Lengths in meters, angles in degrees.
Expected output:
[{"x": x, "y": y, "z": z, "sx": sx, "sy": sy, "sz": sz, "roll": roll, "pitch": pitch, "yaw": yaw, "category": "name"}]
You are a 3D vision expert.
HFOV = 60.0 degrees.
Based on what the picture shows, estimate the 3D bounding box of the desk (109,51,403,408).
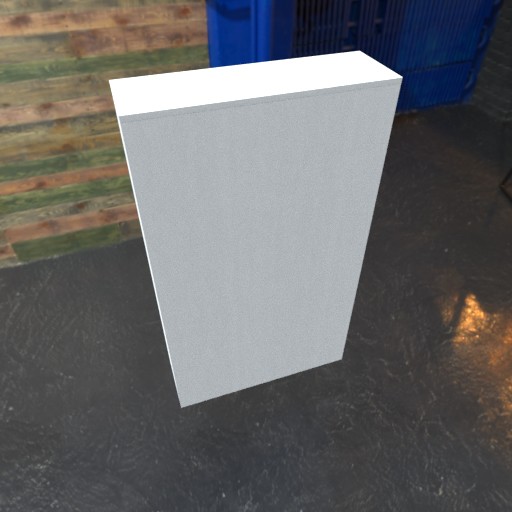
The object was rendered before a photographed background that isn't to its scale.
[{"x": 0.000, "y": 0.000, "z": 1.615, "sx": 0.750, "sy": 1.280, "sz": 0.250, "roll": -13, "pitch": 43, "yaw": -14, "category": "desk"}]
